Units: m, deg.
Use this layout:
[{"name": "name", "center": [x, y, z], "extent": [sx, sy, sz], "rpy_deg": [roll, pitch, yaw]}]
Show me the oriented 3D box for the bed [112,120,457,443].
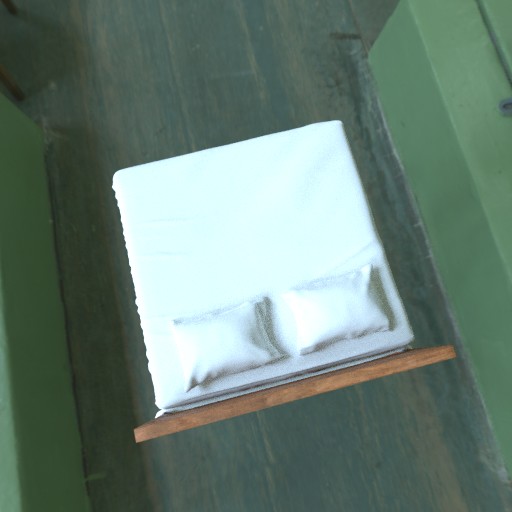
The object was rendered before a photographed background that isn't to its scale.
[{"name": "bed", "center": [0.000, 0.000, 3.484], "extent": [2.255, 1.158, 2.165], "rpy_deg": [-14, 77, -3]}]
